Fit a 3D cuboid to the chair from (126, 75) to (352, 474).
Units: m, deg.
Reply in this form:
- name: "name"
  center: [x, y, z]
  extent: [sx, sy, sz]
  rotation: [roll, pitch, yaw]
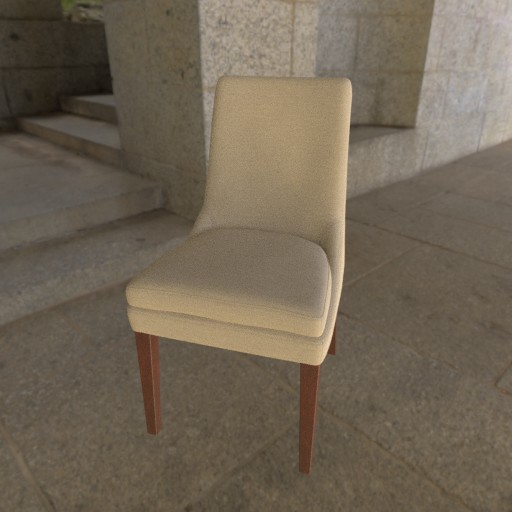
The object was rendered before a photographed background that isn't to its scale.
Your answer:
- name: "chair"
  center: [0.000, 0.000, 1.294]
  extent: [0.515, 0.940, 0.638]
  rotation: [7, 27, 15]
